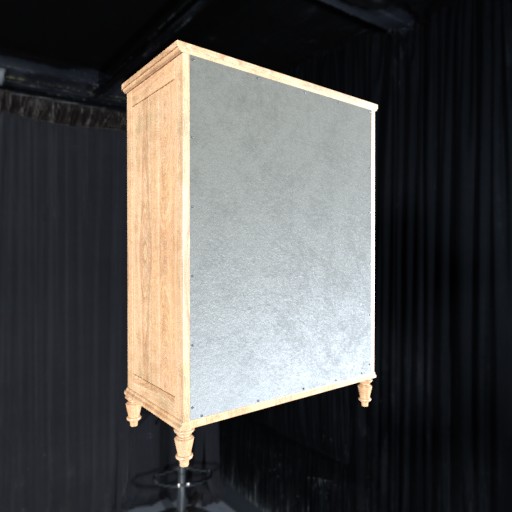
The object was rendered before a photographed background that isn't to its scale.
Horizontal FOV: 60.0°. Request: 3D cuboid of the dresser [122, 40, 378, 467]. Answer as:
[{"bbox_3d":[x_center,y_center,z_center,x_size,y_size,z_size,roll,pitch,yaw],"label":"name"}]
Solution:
[{"bbox_3d":[0.000,0.000,1.834,0.973,1.318,0.484,0,1,-38],"label":"dresser"}]
